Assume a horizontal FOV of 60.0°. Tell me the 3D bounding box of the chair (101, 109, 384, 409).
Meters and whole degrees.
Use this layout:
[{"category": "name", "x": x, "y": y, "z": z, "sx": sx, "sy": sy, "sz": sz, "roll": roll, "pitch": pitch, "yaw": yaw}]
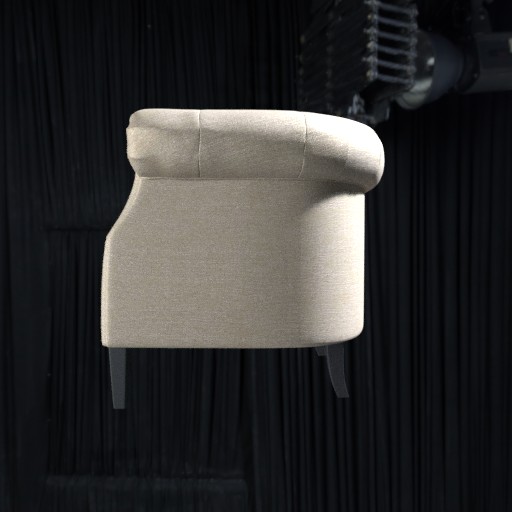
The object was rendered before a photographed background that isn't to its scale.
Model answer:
[{"category": "chair", "x": 0.000, "y": 0.000, "z": 1.570, "sx": 0.852, "sy": 0.827, "sz": 0.905, "roll": 0, "pitch": 2, "yaw": 1}]
